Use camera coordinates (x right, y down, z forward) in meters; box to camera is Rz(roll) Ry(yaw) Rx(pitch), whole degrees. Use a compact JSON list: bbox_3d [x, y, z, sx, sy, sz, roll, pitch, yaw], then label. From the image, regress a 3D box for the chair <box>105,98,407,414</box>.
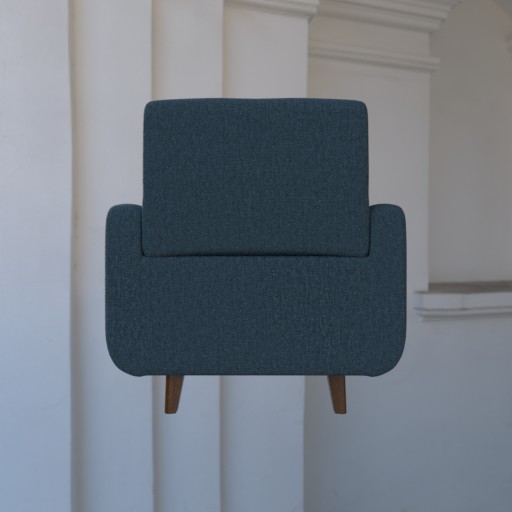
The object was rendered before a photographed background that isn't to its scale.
[{"bbox_3d":[0.000,0.000,1.722,0.880,0.940,0.964,0,0,0],"label":"chair"}]
